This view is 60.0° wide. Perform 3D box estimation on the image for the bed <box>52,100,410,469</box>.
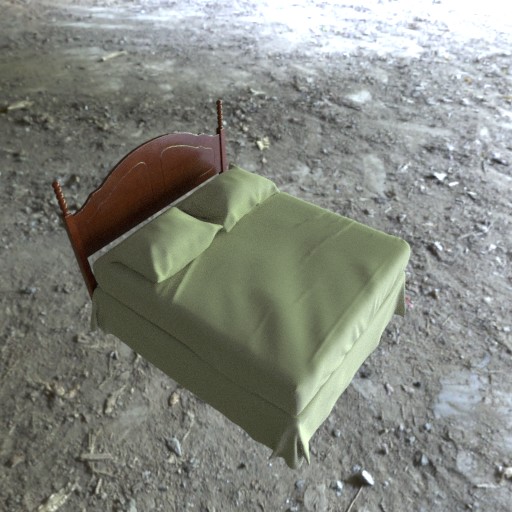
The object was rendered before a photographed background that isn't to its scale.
[{"bbox_3d":[0.000,0.000,3.288,2.040,1.356,1.873,26,48,27],"label":"bed"}]
